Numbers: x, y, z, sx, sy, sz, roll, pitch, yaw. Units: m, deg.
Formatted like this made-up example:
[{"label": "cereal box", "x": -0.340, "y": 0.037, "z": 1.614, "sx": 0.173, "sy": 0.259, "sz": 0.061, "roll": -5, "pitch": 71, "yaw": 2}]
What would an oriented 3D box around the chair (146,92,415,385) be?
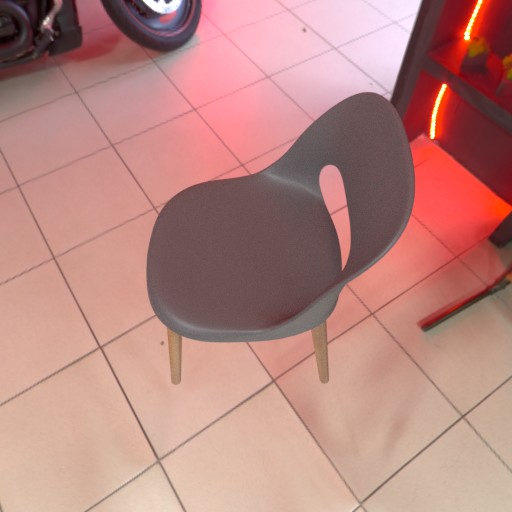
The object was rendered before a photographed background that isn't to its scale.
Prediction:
[{"label": "chair", "x": 0.000, "y": 0.000, "z": 1.143, "sx": 0.556, "sy": 0.795, "sz": 0.470, "roll": -1, "pitch": 59, "yaw": -1}]
